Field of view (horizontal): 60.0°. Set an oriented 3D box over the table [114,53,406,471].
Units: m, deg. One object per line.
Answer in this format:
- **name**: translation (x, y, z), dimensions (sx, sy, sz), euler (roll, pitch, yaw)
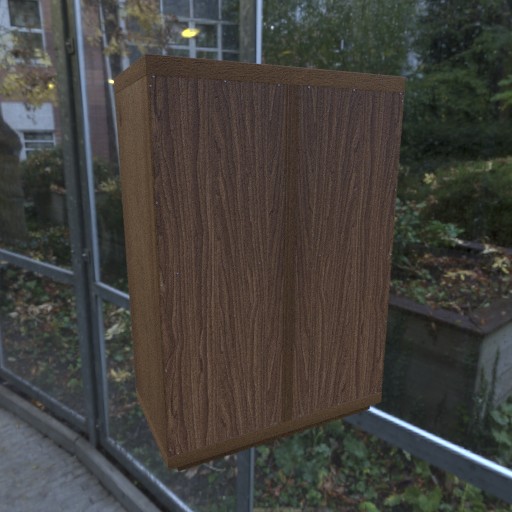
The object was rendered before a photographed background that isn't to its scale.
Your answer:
- **table**: translation (0.000, 0.000, 1.724), dimensions (0.901, 1.294, 0.524), euler (-7, 15, -26)
